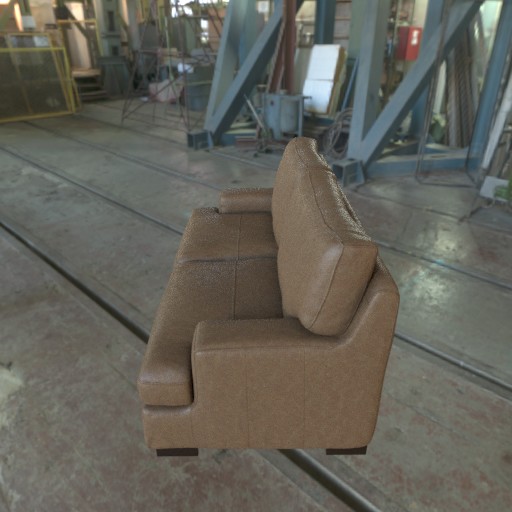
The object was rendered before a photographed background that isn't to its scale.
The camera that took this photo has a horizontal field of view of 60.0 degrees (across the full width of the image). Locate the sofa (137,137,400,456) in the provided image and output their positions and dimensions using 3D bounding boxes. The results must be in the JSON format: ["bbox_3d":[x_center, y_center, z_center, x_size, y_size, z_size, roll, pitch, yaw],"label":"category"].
[{"bbox_3d":[0.000,0.000,2.436,0.962,0.980,1.855,0,27,-1],"label":"sofa"}]
